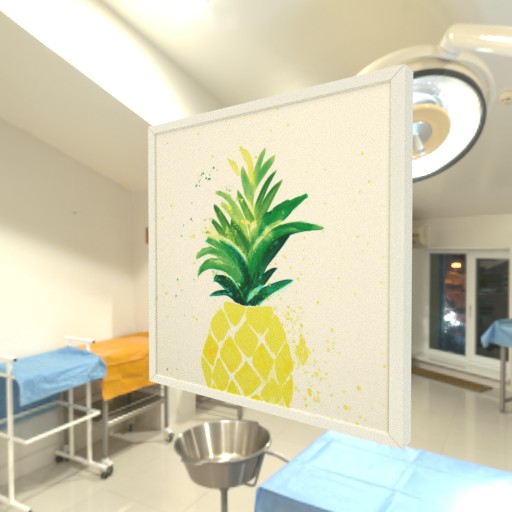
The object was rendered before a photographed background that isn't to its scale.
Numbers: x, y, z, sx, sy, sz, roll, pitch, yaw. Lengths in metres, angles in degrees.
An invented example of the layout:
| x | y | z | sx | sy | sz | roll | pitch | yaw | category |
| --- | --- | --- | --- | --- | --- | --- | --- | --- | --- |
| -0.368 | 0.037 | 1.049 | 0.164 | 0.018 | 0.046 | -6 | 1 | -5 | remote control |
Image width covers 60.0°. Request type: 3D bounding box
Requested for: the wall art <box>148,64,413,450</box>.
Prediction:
| x | y | z | sx | sy | sz | roll | pitch | yaw | category |
| --- | --- | --- | --- | --- | --- | --- | --- | --- | --- |
| 0.000 | 0.000 | 0.451 | 0.307 | 0.307 | 0.020 | 1 | 1 | 36 | wall art |
